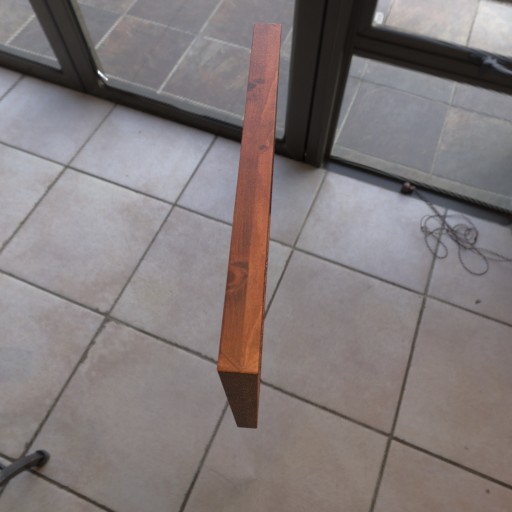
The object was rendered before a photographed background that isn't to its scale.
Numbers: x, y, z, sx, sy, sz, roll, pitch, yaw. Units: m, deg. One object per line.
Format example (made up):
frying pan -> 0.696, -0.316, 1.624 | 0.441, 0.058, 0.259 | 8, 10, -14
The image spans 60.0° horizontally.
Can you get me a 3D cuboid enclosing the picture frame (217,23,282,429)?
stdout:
picture frame -> 0.000, 0.000, 0.530 | 0.028, 0.356, 0.352 | 4, 63, 2
